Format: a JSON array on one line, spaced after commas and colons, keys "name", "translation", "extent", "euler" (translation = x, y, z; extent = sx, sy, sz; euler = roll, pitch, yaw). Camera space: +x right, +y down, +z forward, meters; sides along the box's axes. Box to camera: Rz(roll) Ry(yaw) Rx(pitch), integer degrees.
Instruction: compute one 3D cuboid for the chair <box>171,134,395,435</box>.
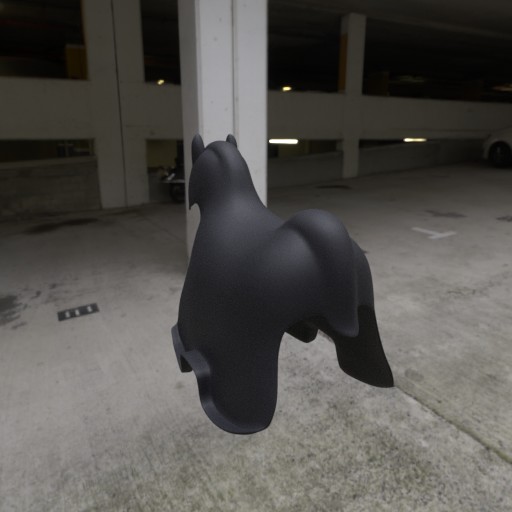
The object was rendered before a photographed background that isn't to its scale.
[{"name": "chair", "translation": [0.000, 0.000, 1.149], "extent": [0.429, 0.612, 0.800], "euler": [-8, 17, -26]}]
